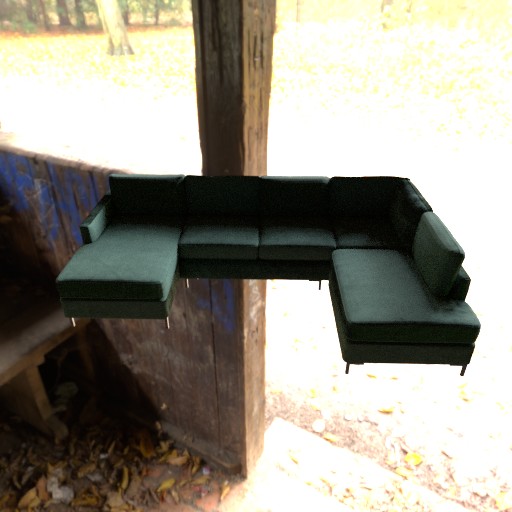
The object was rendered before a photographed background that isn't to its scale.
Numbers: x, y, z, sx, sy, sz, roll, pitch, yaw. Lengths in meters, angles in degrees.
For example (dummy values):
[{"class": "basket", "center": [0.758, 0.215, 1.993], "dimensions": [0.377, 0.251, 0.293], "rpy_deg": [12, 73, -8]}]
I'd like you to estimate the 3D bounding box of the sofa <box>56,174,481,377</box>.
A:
[{"class": "sofa", "center": [0.000, 0.000, 4.186], "dimensions": [3.434, 0.992, 2.055], "rpy_deg": [1, 31, 1]}]
